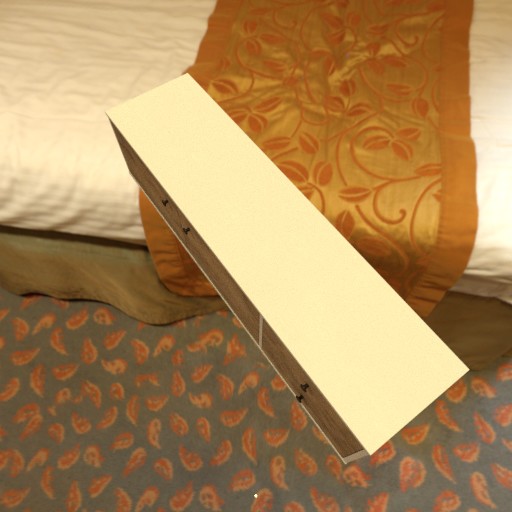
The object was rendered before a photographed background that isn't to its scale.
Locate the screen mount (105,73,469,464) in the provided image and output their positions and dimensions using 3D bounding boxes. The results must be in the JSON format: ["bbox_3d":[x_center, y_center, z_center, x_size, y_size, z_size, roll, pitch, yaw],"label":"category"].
[{"bbox_3d":[0.000,0.000,1.802,0.418,0.520,1.600,-32,66,-16],"label":"screen mount"}]
